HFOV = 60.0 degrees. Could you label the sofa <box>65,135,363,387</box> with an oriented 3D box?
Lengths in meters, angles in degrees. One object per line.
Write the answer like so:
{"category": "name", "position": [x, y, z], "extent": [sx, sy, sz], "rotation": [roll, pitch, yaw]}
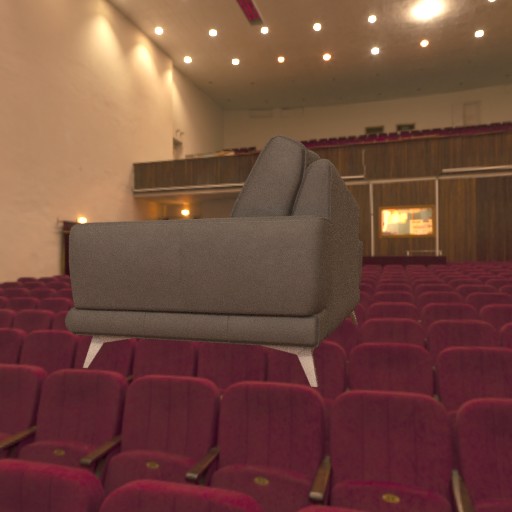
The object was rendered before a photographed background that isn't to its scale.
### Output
{"category": "sofa", "position": [0.000, 0.000, 2.397], "extent": [1.018, 0.907, 1.806], "rotation": [0, -1, 17]}
